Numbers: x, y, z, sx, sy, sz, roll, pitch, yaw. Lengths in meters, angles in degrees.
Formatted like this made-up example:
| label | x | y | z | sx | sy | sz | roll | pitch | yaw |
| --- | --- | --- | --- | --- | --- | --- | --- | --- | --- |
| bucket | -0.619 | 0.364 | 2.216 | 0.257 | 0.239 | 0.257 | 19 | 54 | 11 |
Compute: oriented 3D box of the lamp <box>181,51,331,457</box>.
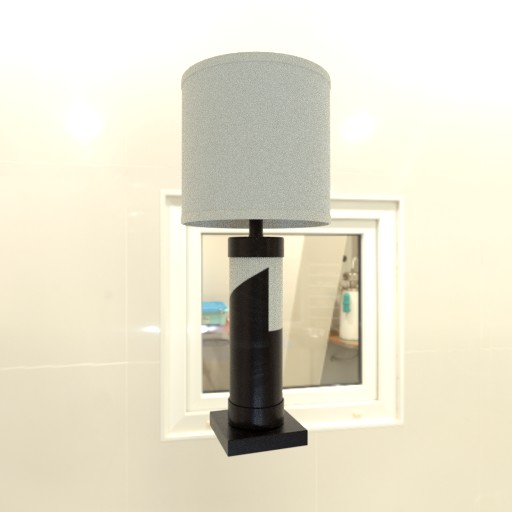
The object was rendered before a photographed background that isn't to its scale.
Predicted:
| label | x | y | z | sx | sy | sz | roll | pitch | yaw |
| --- | --- | --- | --- | --- | --- | --- | --- | --- | --- |
| lamp | 0.000 | 0.000 | 0.630 | 0.211 | 0.509 | 0.211 | 0 | 0 | -18 |
